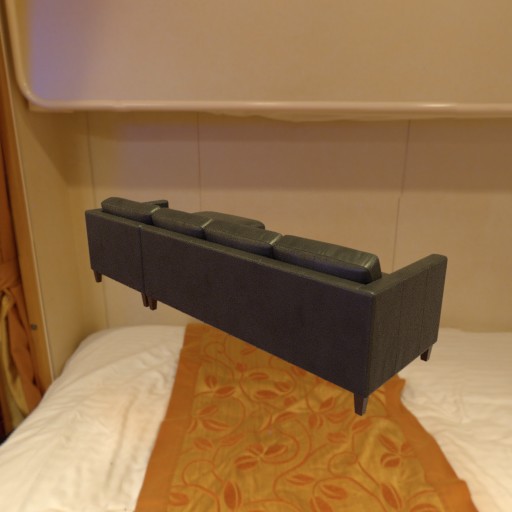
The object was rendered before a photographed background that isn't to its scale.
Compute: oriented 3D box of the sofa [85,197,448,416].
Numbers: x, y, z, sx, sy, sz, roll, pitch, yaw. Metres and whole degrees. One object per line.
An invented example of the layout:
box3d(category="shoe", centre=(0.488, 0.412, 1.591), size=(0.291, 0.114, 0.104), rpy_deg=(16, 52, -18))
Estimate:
box3d(category="sofa", centre=(0.000, 0.000, 3.910), size=(3.203, 0.883, 1.581), rpy_deg=(16, 23, 42))
